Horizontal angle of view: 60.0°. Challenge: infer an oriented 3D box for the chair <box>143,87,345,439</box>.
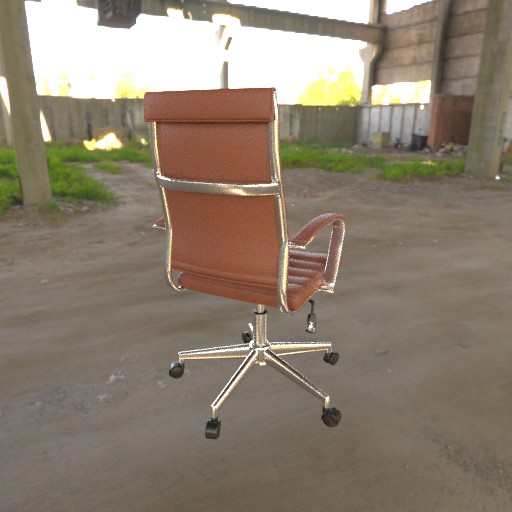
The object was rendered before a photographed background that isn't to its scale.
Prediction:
[{"bbox_3d":[0.000,0.000,1.680,0.766,1.149,0.739,9,19,26],"label":"chair"}]
